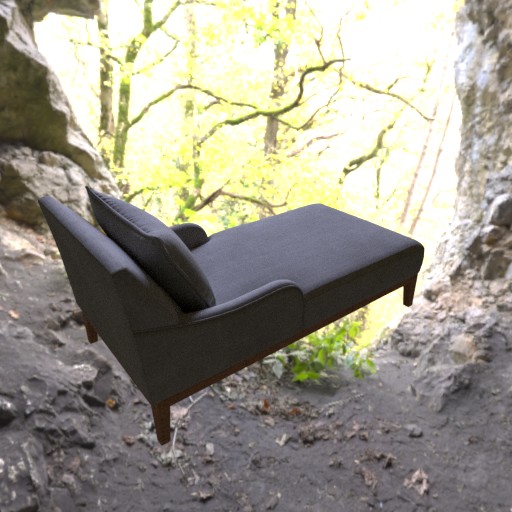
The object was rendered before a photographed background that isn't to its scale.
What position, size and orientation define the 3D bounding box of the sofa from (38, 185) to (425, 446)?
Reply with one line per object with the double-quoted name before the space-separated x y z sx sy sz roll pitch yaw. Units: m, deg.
"sofa" 0.000 0.000 2.313 1.779 0.859 0.894 -19 33 -33
